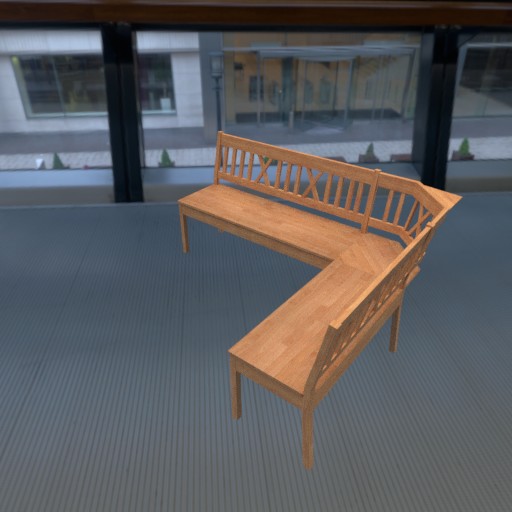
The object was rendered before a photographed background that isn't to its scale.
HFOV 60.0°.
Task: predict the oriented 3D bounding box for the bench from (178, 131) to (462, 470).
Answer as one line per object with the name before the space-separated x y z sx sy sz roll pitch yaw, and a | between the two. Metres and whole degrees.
bench | 0.000 0.000 2.828 1.937 0.902 1.537 23 39 32
